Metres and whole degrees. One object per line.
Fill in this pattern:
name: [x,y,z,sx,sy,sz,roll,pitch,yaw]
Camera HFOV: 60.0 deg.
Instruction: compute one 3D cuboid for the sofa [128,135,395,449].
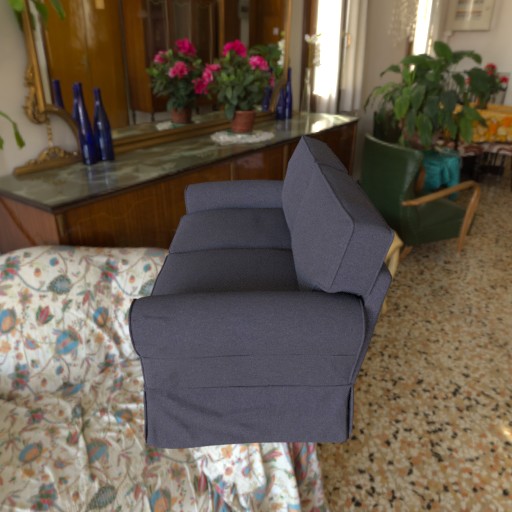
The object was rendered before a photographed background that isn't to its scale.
sofa: [0.000,0.000,2.432,0.997,1.059,1.801,0,25,0]
